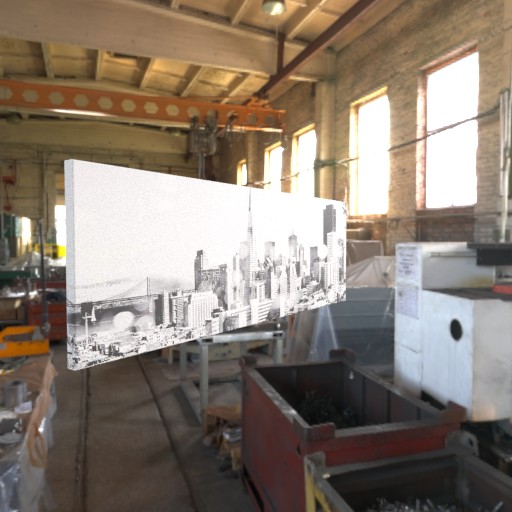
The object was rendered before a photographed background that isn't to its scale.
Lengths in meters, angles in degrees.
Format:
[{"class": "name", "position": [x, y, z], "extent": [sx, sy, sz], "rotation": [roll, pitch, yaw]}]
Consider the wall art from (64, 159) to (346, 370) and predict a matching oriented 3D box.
[{"class": "wall art", "position": [0.000, 0.000, 1.683], "extent": [0.039, 0.507, 1.520], "rotation": [2, 3, 36]}]
